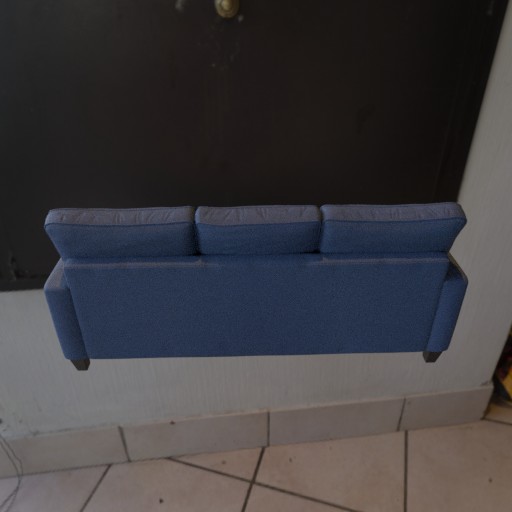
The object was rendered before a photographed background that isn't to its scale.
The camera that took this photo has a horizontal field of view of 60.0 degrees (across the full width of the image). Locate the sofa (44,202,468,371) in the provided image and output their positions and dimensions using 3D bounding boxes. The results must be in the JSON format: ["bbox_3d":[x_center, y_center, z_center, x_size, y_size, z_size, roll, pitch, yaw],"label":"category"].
[{"bbox_3d":[0.000,0.000,2.648,2.158,0.965,0.951,-1,32,-2],"label":"sofa"}]
